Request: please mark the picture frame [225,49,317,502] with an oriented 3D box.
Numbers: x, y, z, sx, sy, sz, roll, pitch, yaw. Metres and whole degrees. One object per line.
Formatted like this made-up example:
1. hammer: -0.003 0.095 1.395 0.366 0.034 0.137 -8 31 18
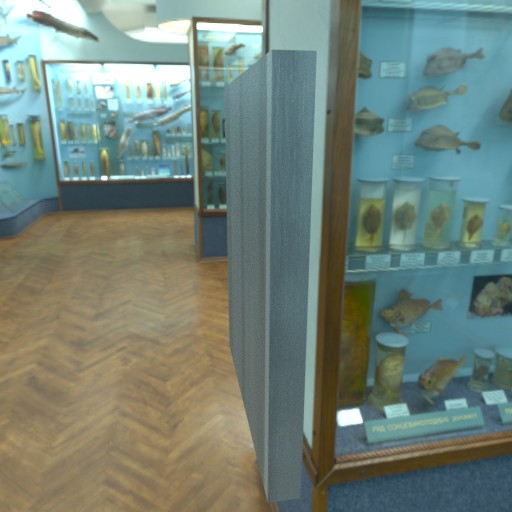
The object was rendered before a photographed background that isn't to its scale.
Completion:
1. picture frame: 0.000 0.000 0.730 0.046 0.555 0.449 -3 17 -9
